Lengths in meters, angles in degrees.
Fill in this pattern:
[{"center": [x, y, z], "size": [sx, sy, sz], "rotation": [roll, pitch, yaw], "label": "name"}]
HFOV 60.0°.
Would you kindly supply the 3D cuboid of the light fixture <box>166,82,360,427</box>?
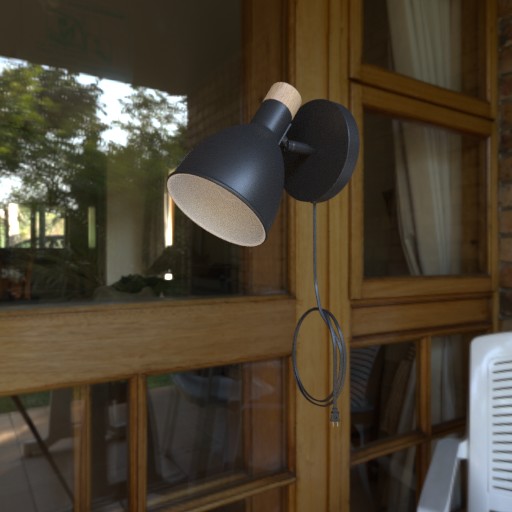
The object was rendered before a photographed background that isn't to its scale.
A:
[{"center": [0.000, 0.000, 0.498], "size": [0.203, 0.401, 0.127], "rotation": [0, 0, -37], "label": "light fixture"}]
